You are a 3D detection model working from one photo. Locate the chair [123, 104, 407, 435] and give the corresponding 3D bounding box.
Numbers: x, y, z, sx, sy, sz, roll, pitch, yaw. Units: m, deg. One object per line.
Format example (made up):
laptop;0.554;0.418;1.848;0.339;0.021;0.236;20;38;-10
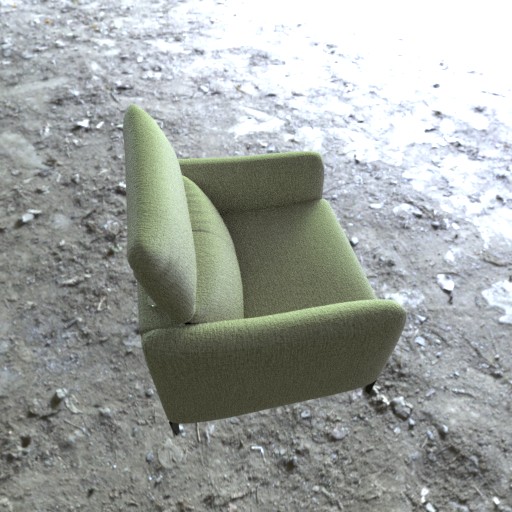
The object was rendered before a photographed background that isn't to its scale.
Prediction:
chair;0.000;0.000;1.677;0.835;0.967;0.972;-9;48;-8
